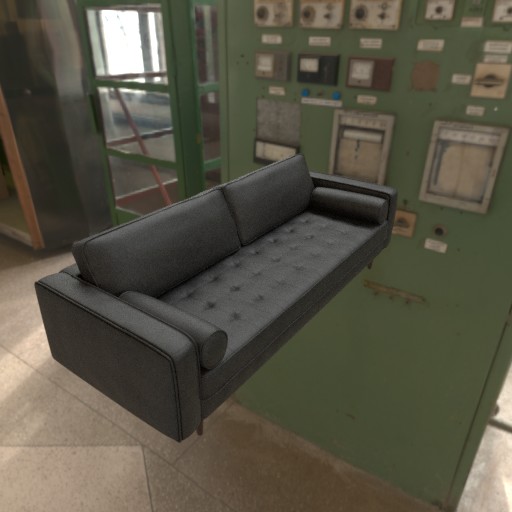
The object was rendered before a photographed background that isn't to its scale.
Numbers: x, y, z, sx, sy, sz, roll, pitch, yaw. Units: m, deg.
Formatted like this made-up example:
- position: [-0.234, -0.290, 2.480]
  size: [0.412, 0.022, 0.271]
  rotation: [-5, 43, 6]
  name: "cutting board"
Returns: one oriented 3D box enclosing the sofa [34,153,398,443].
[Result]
- position: [0.000, 0.000, 2.599]
  size: [0.914, 0.762, 2.210]
  rotation: [19, 33, 31]
  name: "sofa"
